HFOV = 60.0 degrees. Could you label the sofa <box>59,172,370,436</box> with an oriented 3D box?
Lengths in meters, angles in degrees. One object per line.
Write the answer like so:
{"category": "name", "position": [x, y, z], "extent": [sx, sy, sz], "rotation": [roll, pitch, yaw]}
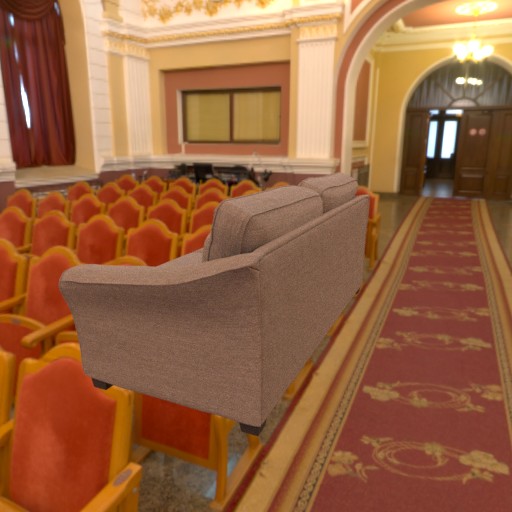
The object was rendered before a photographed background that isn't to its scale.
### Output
{"category": "sofa", "position": [0.000, 0.000, 2.774], "extent": [0.980, 0.965, 2.270], "rotation": [6, 16, 24]}
